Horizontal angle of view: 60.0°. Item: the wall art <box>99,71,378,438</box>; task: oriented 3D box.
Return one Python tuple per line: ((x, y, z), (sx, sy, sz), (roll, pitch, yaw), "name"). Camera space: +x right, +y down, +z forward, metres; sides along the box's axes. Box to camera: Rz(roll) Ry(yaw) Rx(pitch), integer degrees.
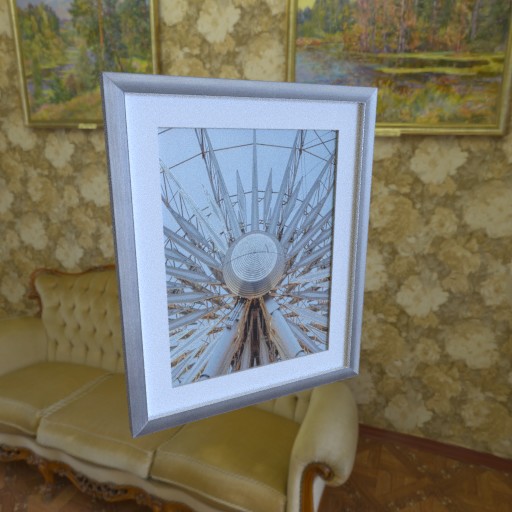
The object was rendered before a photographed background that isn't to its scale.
((0.000, 0.000, 0.756), (0.458, 0.558, 0.029), (-7, 17, -25), "wall art")
